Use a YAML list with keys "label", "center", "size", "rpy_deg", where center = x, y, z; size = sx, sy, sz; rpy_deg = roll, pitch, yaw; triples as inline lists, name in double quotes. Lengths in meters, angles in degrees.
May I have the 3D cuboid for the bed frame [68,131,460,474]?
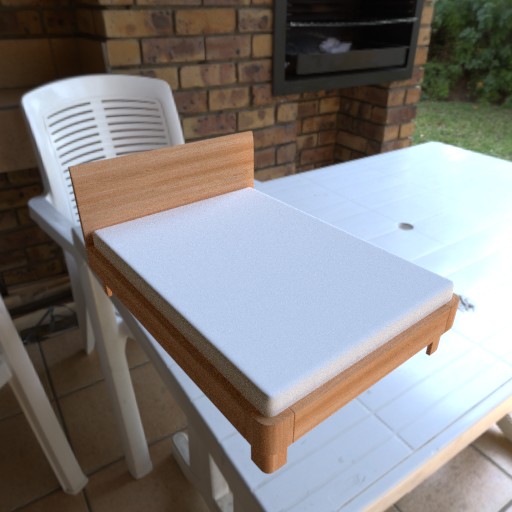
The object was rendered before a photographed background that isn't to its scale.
- label: "bed frame"
  center: [0.000, 0.000, 2.767]
  size: [1.472, 0.940, 1.992]
  rpy_deg: [-21, 36, -33]
